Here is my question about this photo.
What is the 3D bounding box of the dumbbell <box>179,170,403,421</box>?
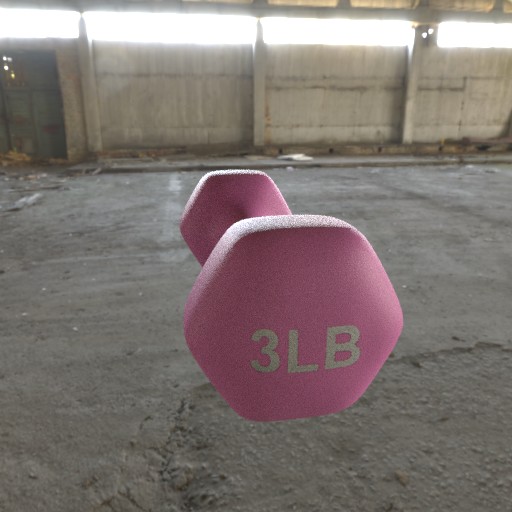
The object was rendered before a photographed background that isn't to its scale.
[{"bbox_3d":[0.000,0.000,0.187,0.064,0.058,0.159,-3,17,-9],"label":"dumbbell"}]
